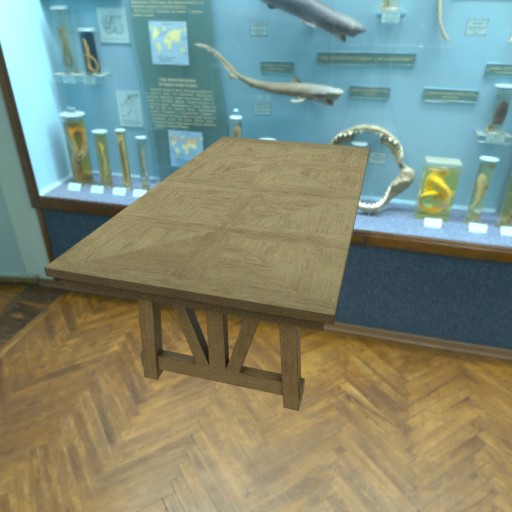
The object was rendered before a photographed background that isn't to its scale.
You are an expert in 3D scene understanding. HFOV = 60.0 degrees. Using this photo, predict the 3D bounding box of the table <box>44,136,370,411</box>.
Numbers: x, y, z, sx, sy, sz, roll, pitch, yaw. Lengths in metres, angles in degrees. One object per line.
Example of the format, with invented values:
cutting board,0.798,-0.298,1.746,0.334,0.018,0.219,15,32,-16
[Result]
table,0.000,0.000,2.412,1.016,0.768,1.881,8,30,14
